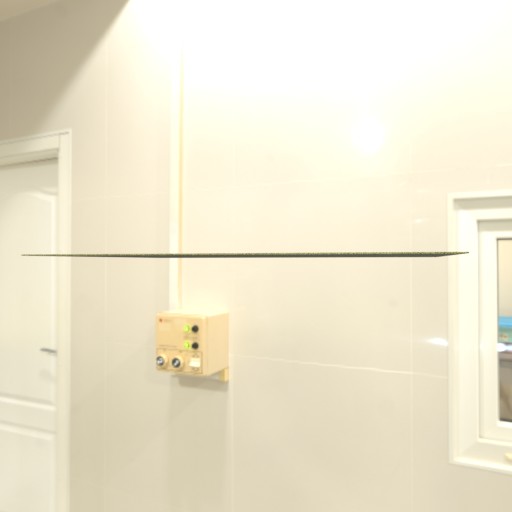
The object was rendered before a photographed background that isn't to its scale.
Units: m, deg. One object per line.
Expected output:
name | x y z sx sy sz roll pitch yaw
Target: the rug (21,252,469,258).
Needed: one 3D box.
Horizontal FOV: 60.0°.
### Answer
rug | 0.000 0.000 2.865 2.297 0.007 1.529 0 -1 18
